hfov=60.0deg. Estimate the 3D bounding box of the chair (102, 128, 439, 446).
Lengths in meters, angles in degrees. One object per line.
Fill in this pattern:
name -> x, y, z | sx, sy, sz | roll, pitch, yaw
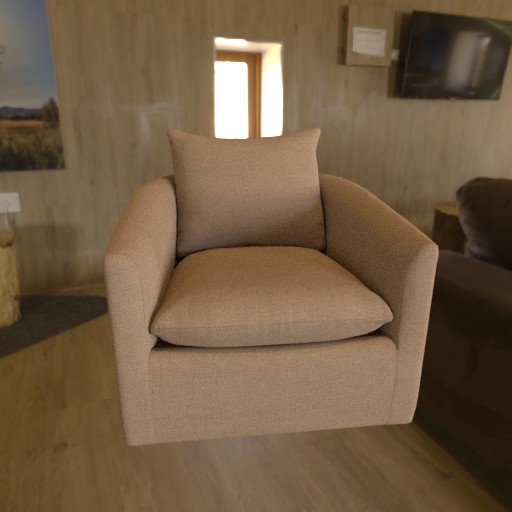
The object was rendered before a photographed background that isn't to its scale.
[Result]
chair -> 0.000, 0.000, 1.535 | 0.845, 0.848, 0.910 | -2, 17, -7
